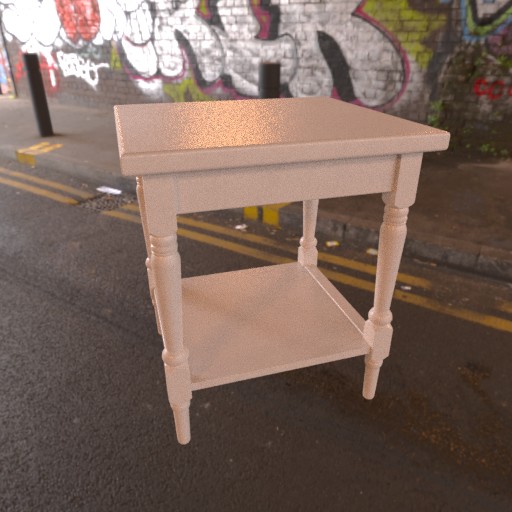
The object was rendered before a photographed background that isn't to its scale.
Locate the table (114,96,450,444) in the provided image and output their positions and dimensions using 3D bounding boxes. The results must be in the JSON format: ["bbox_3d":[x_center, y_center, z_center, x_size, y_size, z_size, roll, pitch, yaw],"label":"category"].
[{"bbox_3d":[0.000,0.000,0.927,0.488,0.565,0.442,-8,28,-15],"label":"table"}]
